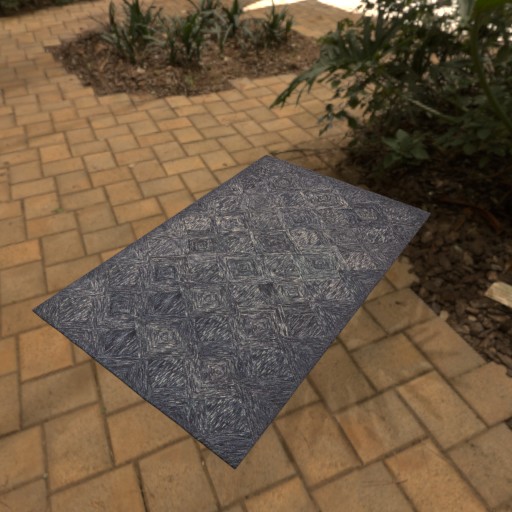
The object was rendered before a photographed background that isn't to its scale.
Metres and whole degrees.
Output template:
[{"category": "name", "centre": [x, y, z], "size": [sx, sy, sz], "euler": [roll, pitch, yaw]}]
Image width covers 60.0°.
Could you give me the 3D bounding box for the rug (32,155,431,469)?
[{"category": "rug", "centre": [0.000, 0.000, 2.205], "size": [1.139, 0.010, 1.754], "euler": [26, 47, 27]}]
